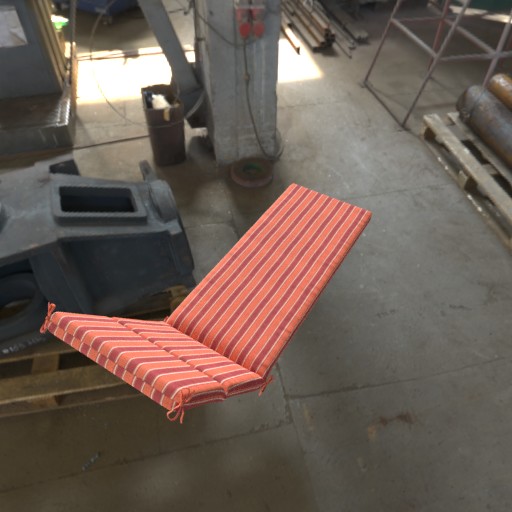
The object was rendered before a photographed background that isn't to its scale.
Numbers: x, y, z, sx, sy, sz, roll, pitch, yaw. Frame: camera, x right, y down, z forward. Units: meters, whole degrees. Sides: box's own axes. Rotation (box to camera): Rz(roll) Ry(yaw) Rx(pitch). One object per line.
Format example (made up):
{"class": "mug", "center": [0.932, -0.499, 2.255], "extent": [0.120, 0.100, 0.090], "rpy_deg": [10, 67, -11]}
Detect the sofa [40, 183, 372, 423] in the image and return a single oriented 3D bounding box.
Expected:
{"class": "sofa", "center": [0.000, 0.000, 1.922], "extent": [0.582, 0.622, 1.663], "rpy_deg": [24, 51, 21]}
